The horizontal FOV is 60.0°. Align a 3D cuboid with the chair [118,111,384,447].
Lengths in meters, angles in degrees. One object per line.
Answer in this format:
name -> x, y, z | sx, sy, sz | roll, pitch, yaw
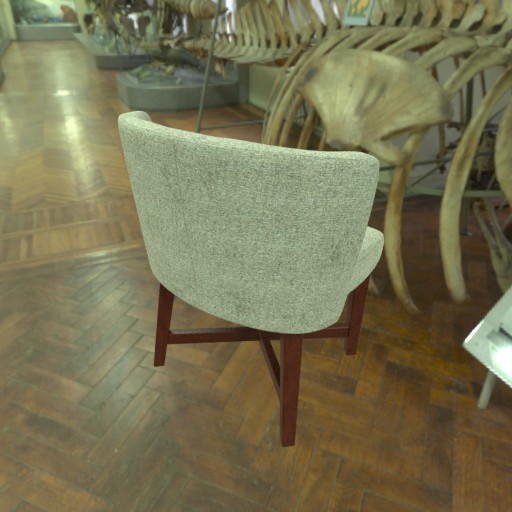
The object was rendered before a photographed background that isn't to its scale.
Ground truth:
chair -> 0.000, 0.000, 1.302 | 0.728, 0.827, 0.575 | 20, 35, 31
